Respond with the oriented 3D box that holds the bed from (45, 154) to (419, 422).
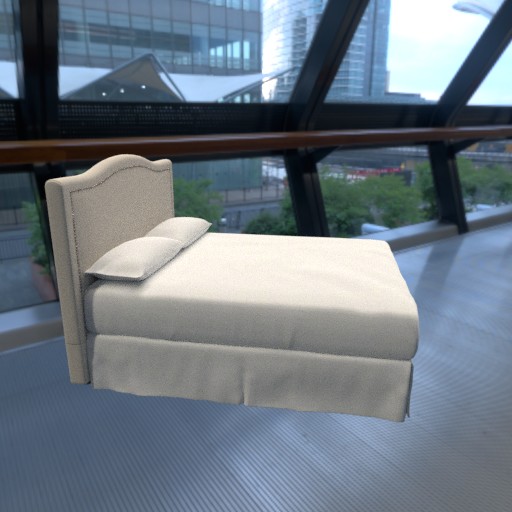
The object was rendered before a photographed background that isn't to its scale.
[{"bbox_3d":[0.000,0.000,3.313,2.143,1.460,1.753,3,16,10],"label":"bed"}]
